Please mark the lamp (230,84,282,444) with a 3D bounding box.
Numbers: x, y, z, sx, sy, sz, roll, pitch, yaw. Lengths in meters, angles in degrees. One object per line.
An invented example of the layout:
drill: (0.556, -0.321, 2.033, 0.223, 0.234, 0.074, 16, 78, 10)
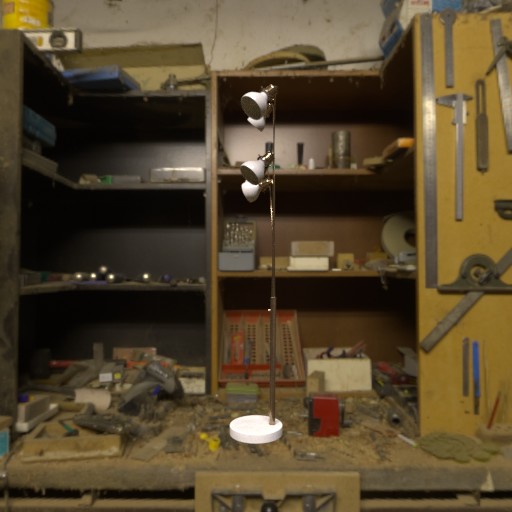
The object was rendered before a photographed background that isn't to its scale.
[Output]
lamp: (0.000, 0.000, 3.016, 0.361, 2.423, 1.405, 0, -1, 1)
